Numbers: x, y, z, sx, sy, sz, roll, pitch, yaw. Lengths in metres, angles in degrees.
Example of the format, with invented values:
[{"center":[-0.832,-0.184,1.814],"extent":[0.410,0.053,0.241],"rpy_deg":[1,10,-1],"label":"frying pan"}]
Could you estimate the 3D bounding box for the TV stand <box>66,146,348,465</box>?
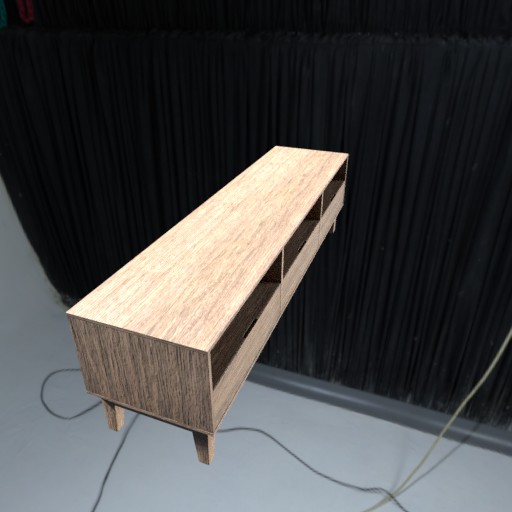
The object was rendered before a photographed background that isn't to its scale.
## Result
[{"center":[0.000,0.000,1.668],"extent":[0.366,0.409,1.482],"rpy_deg":[11,31,18],"label":"TV stand"}]
